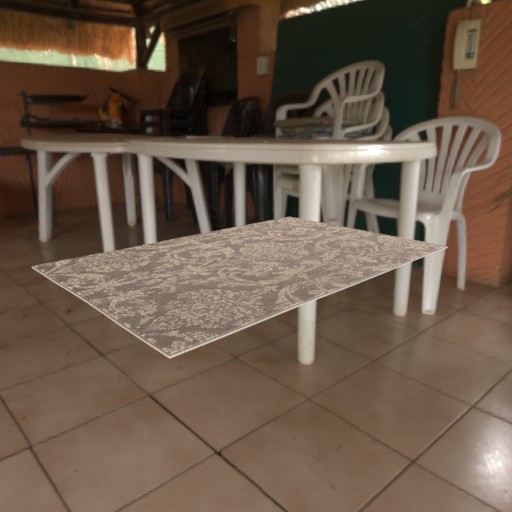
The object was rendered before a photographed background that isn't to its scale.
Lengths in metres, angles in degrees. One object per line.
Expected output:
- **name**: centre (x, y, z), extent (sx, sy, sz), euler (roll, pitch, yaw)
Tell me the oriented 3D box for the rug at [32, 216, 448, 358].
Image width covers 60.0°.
- **rug**: centre (0.000, 0.000, 2.305), extent (1.824, 0.012, 1.206), euler (-15, 21, -41)
